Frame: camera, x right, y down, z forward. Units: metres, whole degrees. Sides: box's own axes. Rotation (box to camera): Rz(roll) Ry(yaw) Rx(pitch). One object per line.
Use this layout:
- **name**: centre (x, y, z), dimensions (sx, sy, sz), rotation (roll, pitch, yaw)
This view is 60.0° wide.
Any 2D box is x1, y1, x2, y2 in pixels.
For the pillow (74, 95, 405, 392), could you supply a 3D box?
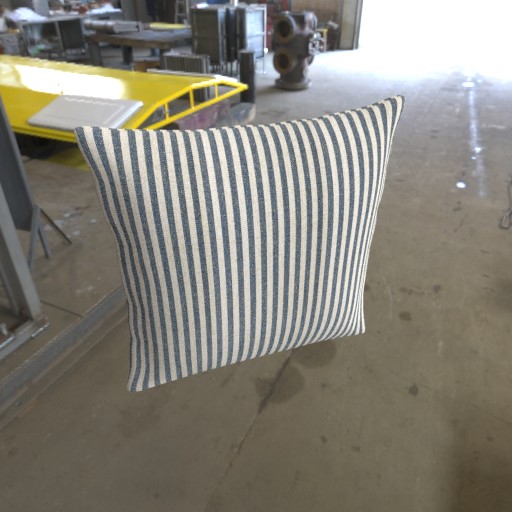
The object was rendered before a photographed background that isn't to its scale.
- **pillow**: centre (0.000, 0.000, 0.790), dimensions (0.523, 0.510, 0.166), rotation (-11, 35, -16)
